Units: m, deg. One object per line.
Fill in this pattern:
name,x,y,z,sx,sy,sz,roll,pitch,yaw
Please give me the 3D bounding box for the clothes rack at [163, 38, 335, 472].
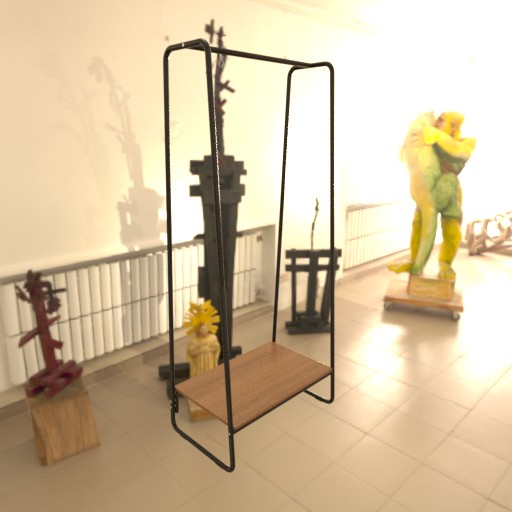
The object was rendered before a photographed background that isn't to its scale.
clothes rack,0.000,0.000,1.786,0.640,1.500,0.400,-15,21,-43
